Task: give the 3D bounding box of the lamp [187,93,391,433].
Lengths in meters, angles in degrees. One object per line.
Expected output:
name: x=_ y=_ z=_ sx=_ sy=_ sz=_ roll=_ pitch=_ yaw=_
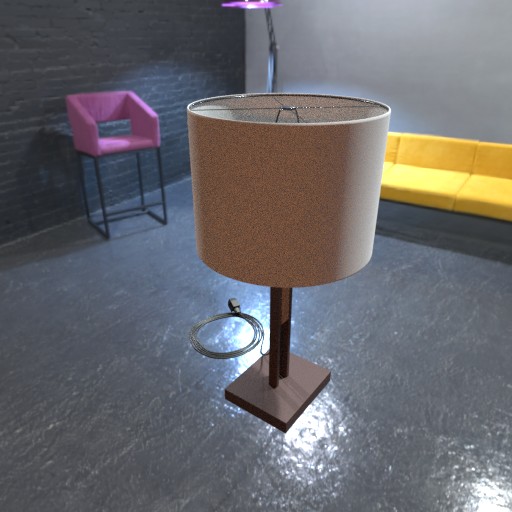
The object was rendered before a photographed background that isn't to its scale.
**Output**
lamp: x=0.000 y=0.000 z=0.998 sx=0.525 sy=0.668 sz=0.396 roll=18 pitch=32 yaw=32
